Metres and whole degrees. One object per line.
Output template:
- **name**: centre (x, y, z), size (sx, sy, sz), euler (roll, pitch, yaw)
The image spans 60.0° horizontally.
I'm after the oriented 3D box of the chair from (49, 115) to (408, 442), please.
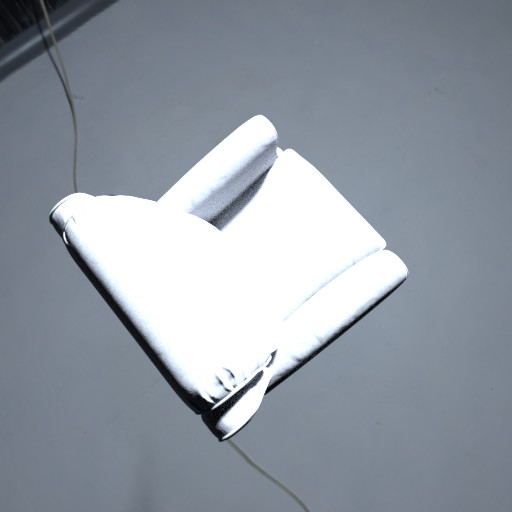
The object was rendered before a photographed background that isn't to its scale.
- **chair**: centre (0.000, 0.000, 1.667), size (0.919, 1.046, 0.859), euler (-39, 79, -9)
